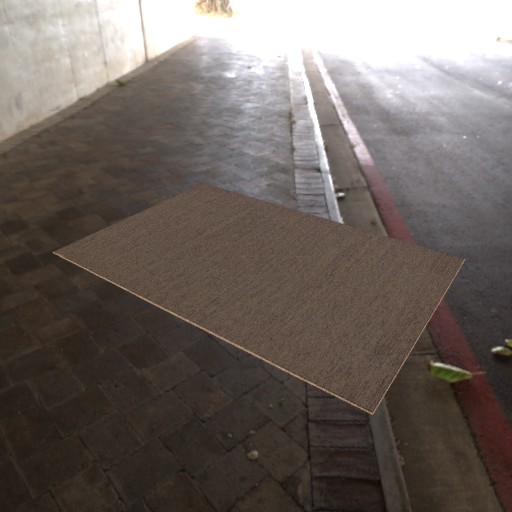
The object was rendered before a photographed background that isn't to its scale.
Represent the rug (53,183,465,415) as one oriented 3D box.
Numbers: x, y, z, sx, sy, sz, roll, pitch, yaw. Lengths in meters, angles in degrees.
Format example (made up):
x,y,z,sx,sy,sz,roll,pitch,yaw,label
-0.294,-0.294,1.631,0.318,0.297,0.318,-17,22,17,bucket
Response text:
x,y,z,sx,sy,sz,roll,pitch,yaw,label
0.000,0.000,2.375,1.840,0.013,1.225,20,37,30,rug
